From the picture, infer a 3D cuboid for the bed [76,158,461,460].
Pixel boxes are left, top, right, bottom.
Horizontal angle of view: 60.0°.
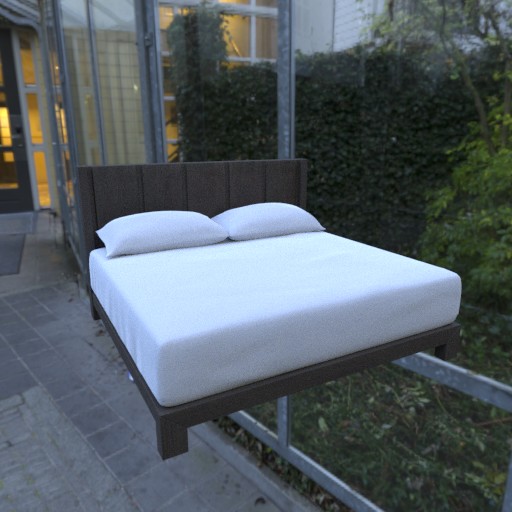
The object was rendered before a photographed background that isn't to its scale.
[{"bbox_3d":[0.000,0.000,3.303,2.134,1.270,2.012,-8,18,-28],"label":"bed"}]
